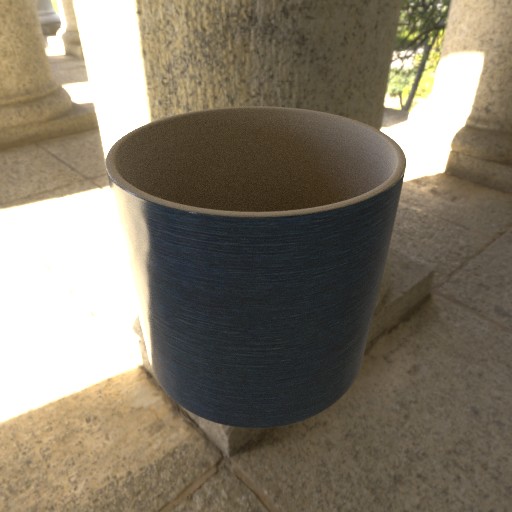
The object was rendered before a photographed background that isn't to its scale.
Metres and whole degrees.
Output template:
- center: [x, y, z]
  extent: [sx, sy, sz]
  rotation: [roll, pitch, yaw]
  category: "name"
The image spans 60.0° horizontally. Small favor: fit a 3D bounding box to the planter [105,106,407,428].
- center: [0.000, 0.000, 0.394]
  extent: [0.221, 0.201, 0.221]
  rotation: [0, 34, 0]
  category: "planter"
